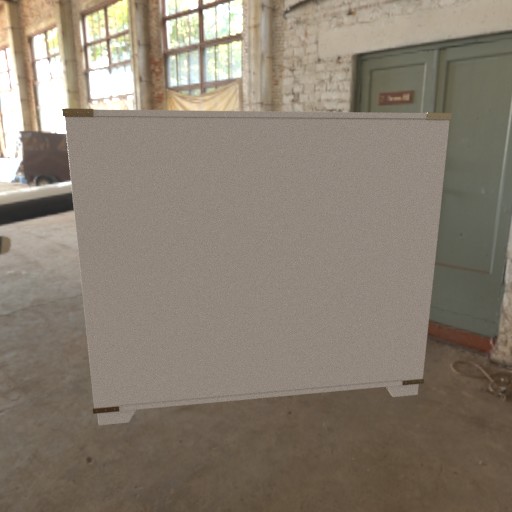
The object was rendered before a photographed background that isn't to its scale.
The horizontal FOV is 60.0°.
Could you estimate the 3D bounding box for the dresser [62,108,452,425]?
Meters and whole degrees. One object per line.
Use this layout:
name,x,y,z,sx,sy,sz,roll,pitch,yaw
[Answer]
dresser,0.000,0.000,1.475,1.022,0.891,0.460,-2,15,-9
